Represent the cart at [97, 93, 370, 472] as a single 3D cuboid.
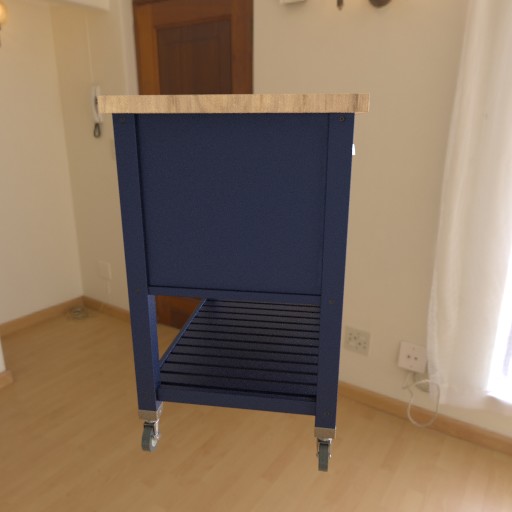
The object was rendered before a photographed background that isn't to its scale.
[{"bbox_3d":[0.000,0.000,1.404,0.567,0.920,0.797,3,17,8],"label":"cart"}]
